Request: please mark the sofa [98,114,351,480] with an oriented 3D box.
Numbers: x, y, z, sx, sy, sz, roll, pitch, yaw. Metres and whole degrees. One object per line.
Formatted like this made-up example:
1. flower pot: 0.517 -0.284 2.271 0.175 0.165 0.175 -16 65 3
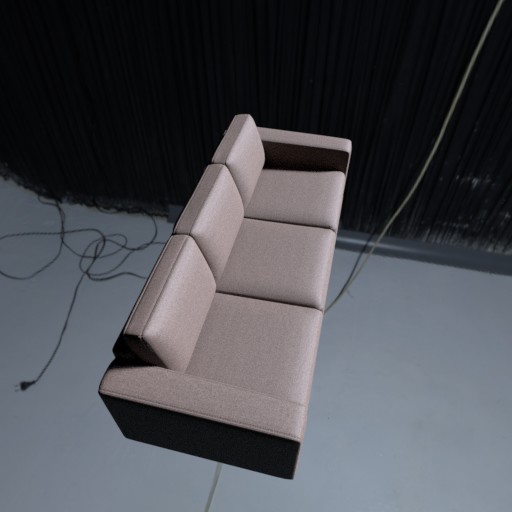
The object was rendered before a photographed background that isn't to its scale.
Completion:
1. sofa: 0.000 0.000 2.636 0.900 0.806 2.160 10 49 9
